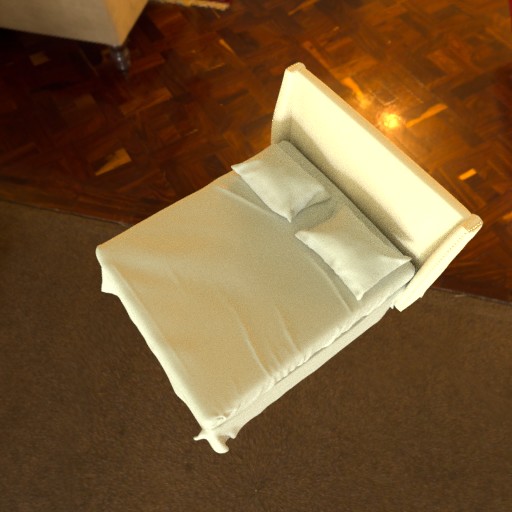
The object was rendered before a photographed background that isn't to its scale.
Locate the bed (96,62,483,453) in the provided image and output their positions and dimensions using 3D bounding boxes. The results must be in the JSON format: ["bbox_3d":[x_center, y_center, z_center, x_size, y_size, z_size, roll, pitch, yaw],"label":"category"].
[{"bbox_3d":[0.000,0.000,3.460,2.276,1.332,1.925,-33,67,-16],"label":"bed"}]
